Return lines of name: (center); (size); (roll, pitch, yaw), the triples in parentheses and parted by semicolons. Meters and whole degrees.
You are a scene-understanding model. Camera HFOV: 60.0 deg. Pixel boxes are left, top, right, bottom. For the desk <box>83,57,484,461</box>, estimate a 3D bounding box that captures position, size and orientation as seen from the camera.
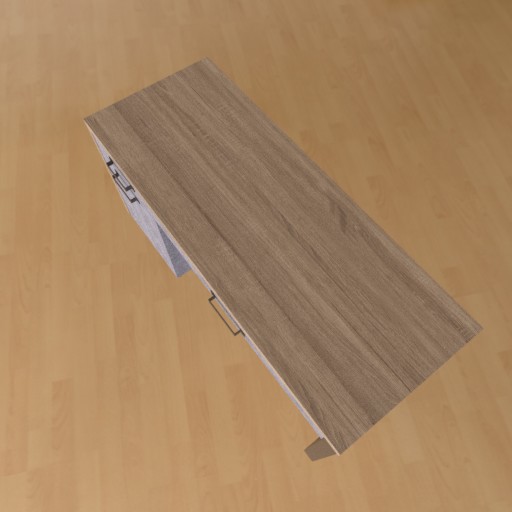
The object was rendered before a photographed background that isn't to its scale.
desk: (0.000, 0.000, 2.081); (0.690, 0.760, 1.700); (-34, 68, -16)
